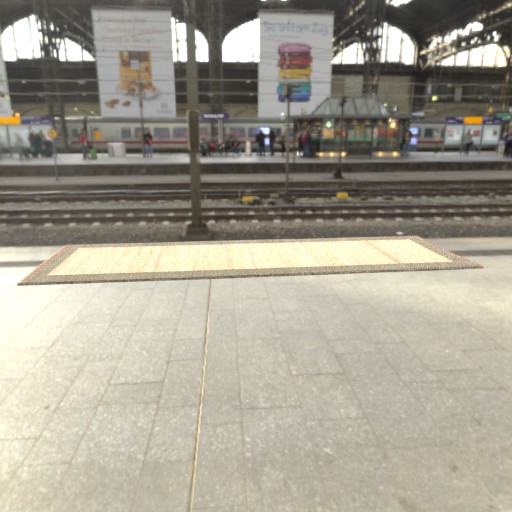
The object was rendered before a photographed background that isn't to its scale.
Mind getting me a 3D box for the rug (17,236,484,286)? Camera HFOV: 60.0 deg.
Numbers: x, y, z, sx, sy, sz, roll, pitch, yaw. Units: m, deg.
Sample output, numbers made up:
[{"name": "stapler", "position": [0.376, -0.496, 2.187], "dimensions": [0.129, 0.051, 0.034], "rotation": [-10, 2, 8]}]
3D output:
[{"name": "rug", "position": [0.000, 0.000, 2.641], "dimensions": [2.413, 0.016, 0.810], "rotation": [-2, 15, -6]}]
